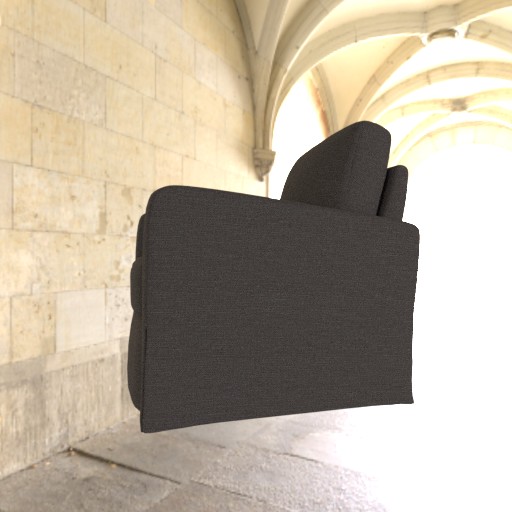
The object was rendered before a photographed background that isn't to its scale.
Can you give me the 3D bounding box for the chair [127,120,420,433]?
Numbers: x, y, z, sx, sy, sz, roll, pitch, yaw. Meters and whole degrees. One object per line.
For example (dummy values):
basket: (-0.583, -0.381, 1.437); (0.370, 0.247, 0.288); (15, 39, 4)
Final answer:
chair: (0.000, 0.000, 1.545); (0.863, 0.855, 0.798); (0, 0, -17)
